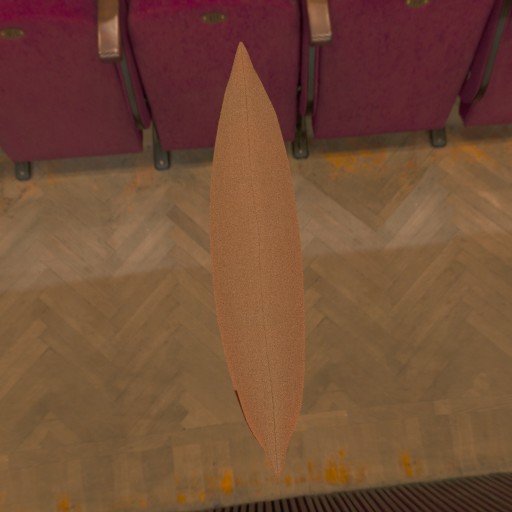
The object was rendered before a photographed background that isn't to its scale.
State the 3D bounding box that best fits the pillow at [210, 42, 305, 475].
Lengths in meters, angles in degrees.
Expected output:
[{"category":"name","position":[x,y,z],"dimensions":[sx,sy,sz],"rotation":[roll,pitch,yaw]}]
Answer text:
[{"category":"pillow","position":[0.000,0.000,0.736],"dimensions":[0.148,0.308,0.612],"rotation":[-5,76,-1]}]
